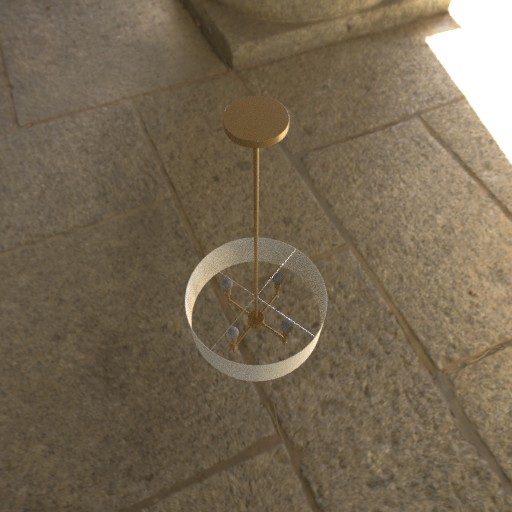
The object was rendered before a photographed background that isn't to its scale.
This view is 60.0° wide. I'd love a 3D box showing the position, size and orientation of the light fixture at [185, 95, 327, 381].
[{"bbox_3d":[0.000,0.000,1.351,0.508,1.067,0.508,0,58,0],"label":"light fixture"}]
